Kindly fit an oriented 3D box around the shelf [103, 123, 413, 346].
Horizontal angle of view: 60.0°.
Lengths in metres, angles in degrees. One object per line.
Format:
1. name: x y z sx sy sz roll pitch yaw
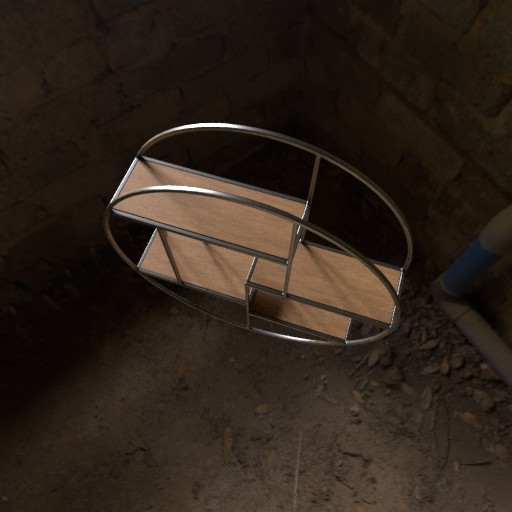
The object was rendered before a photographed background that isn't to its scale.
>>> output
1. shelf: 0.000 0.000 1.357 0.888 0.888 0.202 16 65 8
